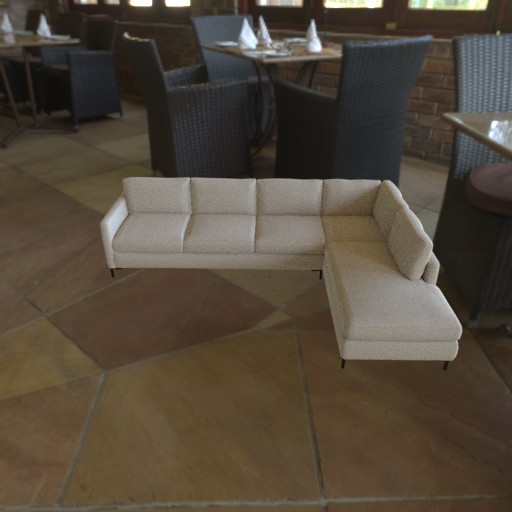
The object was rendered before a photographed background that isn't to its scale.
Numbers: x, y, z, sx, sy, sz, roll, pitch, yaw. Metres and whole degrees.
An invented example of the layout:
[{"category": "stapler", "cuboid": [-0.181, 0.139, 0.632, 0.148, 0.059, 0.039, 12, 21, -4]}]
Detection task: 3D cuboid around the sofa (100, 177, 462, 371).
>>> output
[{"category": "sofa", "cuboid": [0.000, 0.000, 3.948, 2.949, 0.815, 2.007, 1, 30, 1]}]
